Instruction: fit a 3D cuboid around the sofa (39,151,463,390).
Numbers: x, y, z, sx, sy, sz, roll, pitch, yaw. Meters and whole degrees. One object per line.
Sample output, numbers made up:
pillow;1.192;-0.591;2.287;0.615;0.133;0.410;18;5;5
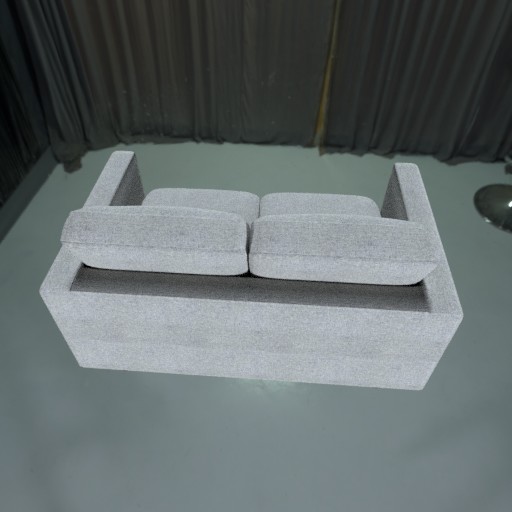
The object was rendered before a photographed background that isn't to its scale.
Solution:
sofa;0.000;0.000;2.095;1.527;0.973;0.969;3;46;3
